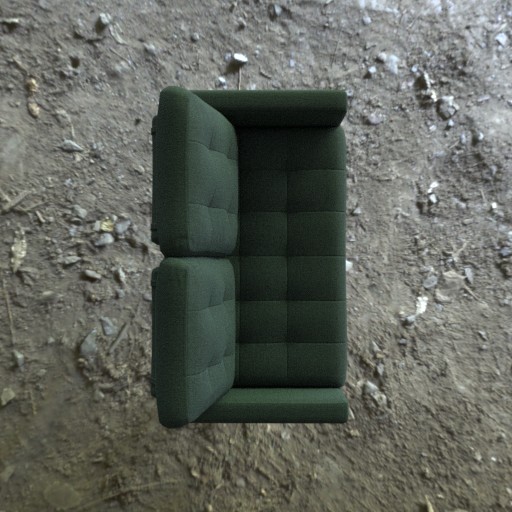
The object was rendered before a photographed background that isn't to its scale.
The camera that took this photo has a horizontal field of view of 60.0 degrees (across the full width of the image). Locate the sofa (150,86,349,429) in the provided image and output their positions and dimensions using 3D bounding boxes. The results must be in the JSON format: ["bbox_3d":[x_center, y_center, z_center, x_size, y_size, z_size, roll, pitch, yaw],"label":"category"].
[{"bbox_3d":[0.000,0.000,1.972,0.842,0.907,1.407,0,89,0],"label":"sofa"}]
